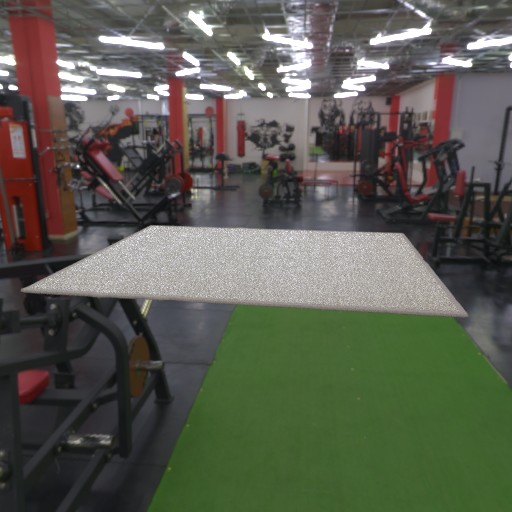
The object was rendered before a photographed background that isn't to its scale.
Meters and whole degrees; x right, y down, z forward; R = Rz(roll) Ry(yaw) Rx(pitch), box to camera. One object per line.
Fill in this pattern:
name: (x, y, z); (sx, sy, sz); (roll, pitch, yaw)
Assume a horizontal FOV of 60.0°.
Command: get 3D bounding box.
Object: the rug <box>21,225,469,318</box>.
rug: (0.000, 0.000, 4.076); (3.007, 0.032, 2.434); (2, 15, 9)
